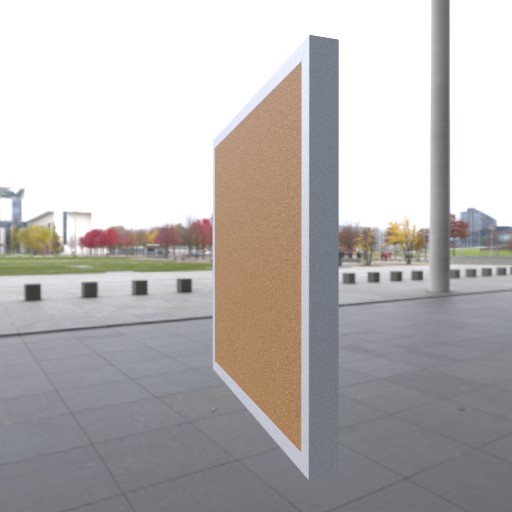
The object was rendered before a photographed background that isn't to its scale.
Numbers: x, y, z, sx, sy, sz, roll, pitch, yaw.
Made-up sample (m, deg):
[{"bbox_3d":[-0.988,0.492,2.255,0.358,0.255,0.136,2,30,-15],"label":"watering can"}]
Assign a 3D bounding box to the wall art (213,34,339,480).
[{"bbox_3d":[0.000,0.000,0.752,0.038,0.508,0.507,0,1,-18],"label":"wall art"}]
